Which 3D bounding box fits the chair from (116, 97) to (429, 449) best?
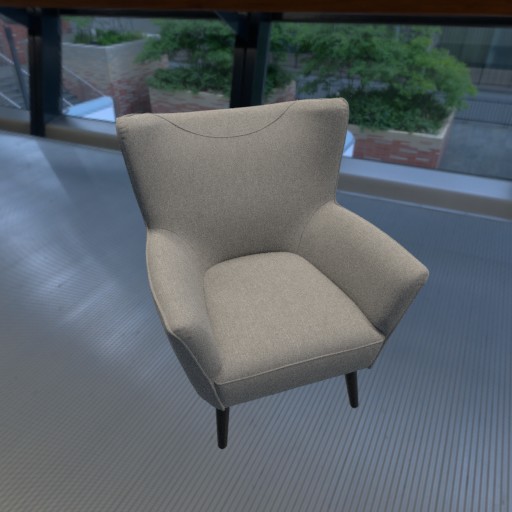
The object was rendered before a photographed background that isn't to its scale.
[{"bbox_3d":[0.000,0.000,1.550,0.781,0.933,0.888,-11,34,-16],"label":"chair"}]
